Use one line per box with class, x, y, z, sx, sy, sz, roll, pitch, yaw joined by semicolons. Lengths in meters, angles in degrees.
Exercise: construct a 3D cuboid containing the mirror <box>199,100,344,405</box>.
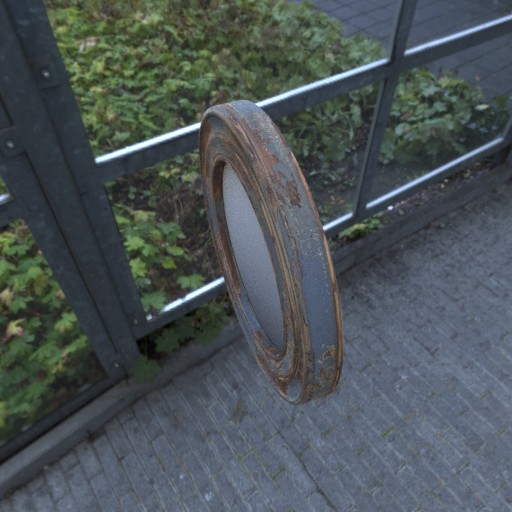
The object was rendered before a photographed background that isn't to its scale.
mirror;0.000;0.000;0.883;0.061;0.585;0.585;-16;51;-14
